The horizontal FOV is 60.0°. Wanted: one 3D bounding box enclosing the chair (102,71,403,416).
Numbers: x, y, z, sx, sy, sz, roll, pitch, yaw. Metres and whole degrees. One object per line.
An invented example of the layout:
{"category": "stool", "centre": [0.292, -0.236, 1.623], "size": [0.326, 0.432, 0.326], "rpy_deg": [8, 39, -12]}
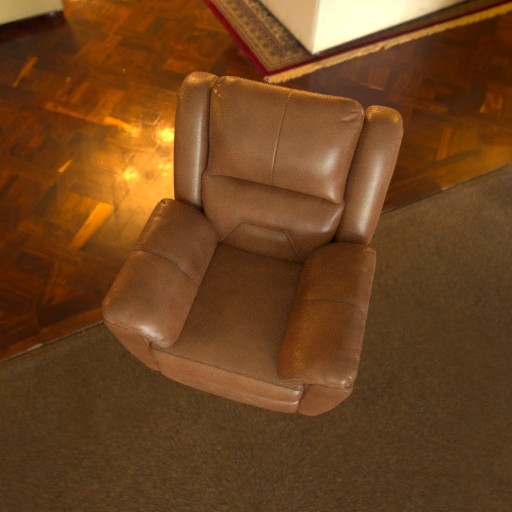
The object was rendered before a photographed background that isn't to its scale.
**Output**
{"category": "chair", "centre": [0.000, 0.000, 1.899], "size": [0.990, 1.093, 1.041], "rpy_deg": [14, 60, 8]}
